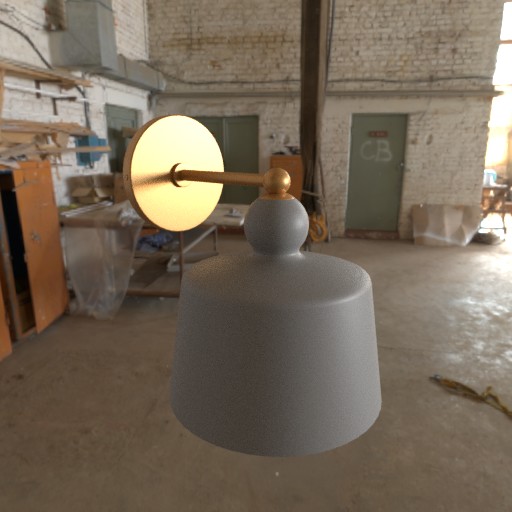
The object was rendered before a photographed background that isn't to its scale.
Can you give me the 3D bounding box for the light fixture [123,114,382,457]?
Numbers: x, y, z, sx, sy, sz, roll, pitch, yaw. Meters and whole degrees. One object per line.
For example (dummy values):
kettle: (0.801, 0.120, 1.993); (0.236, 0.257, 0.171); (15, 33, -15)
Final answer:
light fixture: (0.000, 0.000, 0.423); (0.254, 0.268, 0.204); (13, 19, 42)
